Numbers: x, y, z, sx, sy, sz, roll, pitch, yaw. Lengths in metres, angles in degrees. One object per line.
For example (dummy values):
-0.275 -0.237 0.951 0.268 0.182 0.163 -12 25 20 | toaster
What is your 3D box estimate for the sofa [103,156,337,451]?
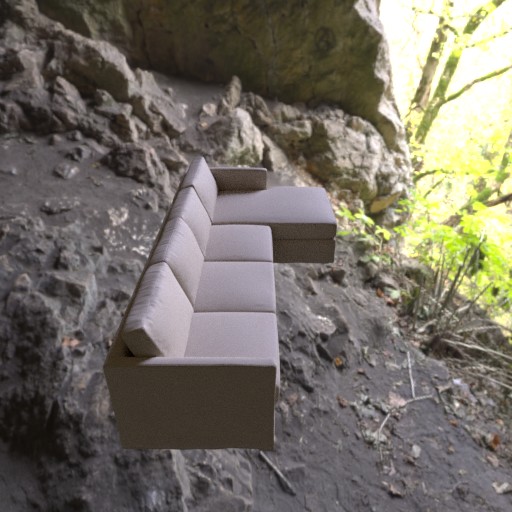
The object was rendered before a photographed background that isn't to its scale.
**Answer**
0.000 0.000 3.829 1.622 0.871 3.206 0 30 0 | sofa
